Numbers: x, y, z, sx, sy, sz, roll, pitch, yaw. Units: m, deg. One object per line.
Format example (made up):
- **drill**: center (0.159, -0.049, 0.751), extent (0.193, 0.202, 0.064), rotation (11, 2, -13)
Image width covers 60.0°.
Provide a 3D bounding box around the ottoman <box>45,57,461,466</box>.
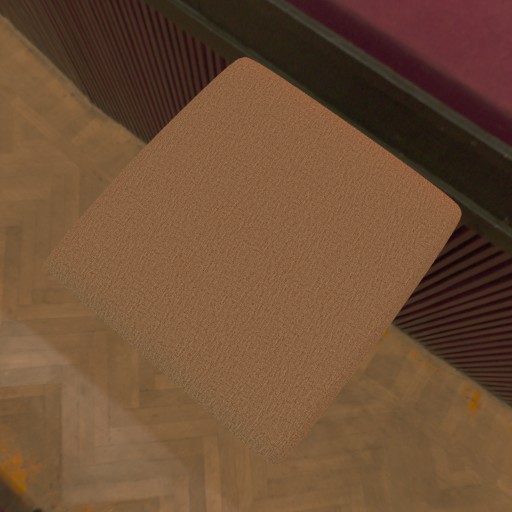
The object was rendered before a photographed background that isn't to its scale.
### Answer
- **ottoman**: center (0.000, 0.000, 1.067), extent (0.649, 0.398, 0.650), rotation (38, 79, 9)
